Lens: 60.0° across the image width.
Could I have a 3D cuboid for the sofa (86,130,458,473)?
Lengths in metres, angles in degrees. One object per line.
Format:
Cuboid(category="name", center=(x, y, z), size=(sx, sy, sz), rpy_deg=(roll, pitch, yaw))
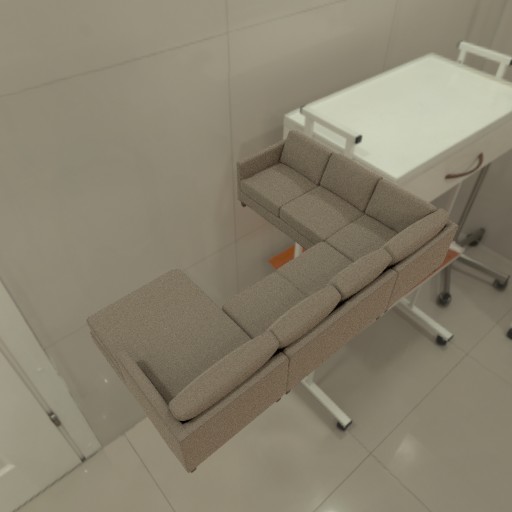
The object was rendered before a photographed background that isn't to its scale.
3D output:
Cuboid(category="sofa", center=(0.000, 0.000, 4.576), size=(3.438, 0.865, 2.424), rpy_deg=(-31, 53, -27))
